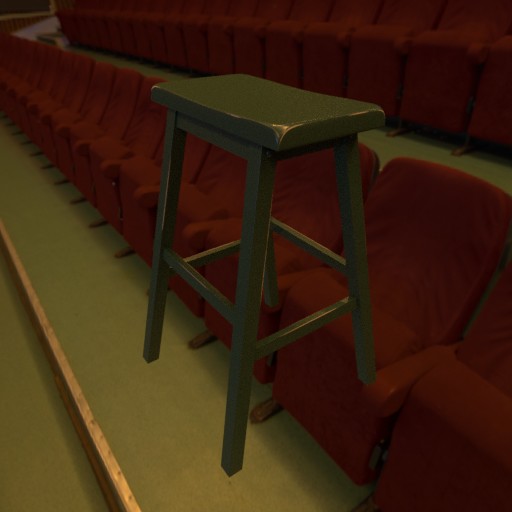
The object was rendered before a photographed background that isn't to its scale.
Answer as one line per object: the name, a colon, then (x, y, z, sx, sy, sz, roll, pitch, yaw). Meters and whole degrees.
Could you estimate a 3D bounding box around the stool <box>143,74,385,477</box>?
stool: (0.000, 0.000, 1.051, 0.476, 0.737, 0.457, -20, 37, -30)
